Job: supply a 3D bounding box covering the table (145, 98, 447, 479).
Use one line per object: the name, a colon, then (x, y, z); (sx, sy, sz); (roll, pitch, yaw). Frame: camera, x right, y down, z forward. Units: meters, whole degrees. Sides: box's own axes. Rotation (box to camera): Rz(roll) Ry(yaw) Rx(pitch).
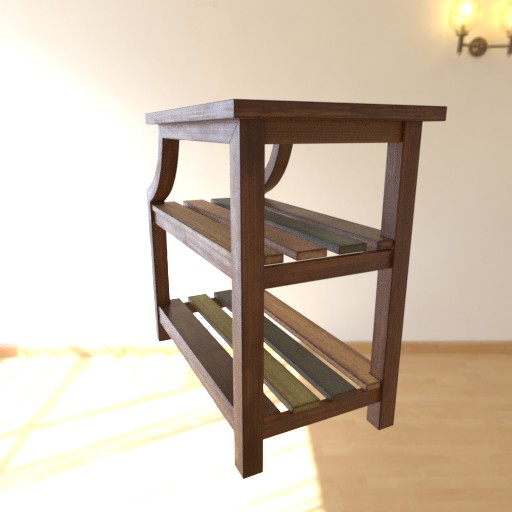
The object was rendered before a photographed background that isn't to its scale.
table: (0.000, 0.000, 0.945); (0.356, 0.584, 0.609); (-7, 17, -25)
